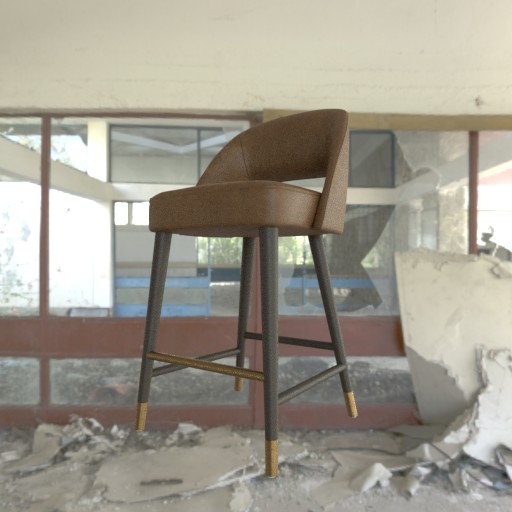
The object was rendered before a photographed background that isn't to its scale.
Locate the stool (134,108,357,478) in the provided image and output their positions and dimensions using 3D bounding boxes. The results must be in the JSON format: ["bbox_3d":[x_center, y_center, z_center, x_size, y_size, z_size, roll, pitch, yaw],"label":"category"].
[{"bbox_3d":[0.000,0.000,1.268,0.494,0.940,0.509,0,0,36],"label":"stool"}]
